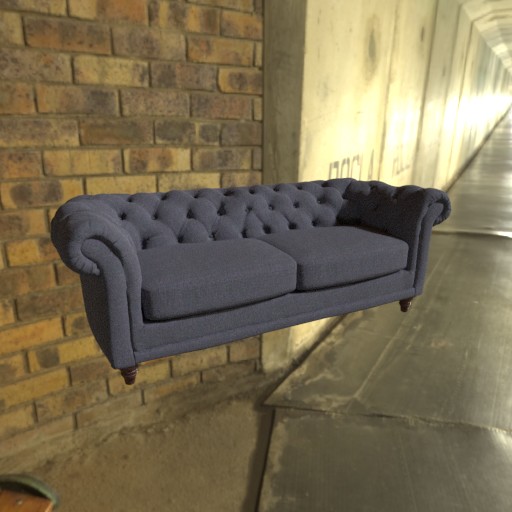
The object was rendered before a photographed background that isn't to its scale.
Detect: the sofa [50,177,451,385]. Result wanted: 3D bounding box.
[{"bbox_3d":[0.000,0.000,2.805,2.335,0.836,1.046,-9,18,-27],"label":"sofa"}]
